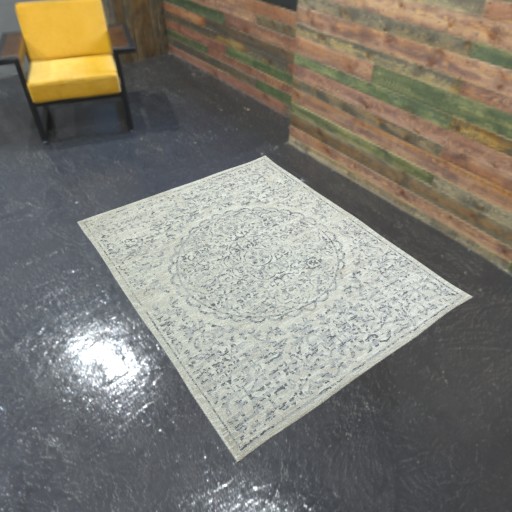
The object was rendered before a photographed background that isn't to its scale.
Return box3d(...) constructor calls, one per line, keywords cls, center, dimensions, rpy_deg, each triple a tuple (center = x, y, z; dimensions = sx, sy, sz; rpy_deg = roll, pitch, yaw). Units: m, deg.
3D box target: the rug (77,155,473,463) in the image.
box3d(cls="rug", center=(0.000, 0.000, 4.057), dimensions=(2.343, 0.026, 2.925), rpy_deg=(-25, 47, -26))
